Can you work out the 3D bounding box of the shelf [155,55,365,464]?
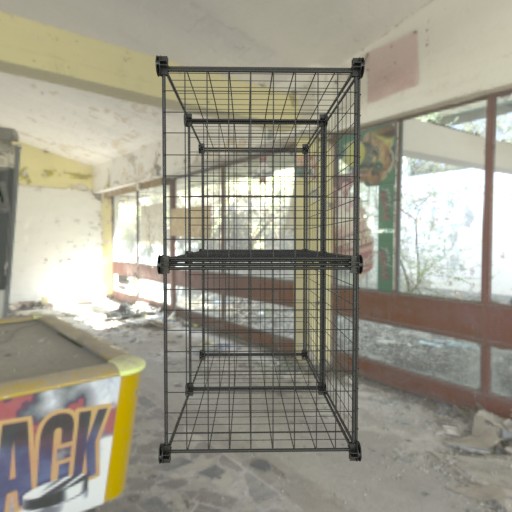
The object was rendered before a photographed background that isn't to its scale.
[{"bbox_3d":[0.000,0.000,1.118,0.356,0.711,0.711,0,2,-1],"label":"shelf"}]
